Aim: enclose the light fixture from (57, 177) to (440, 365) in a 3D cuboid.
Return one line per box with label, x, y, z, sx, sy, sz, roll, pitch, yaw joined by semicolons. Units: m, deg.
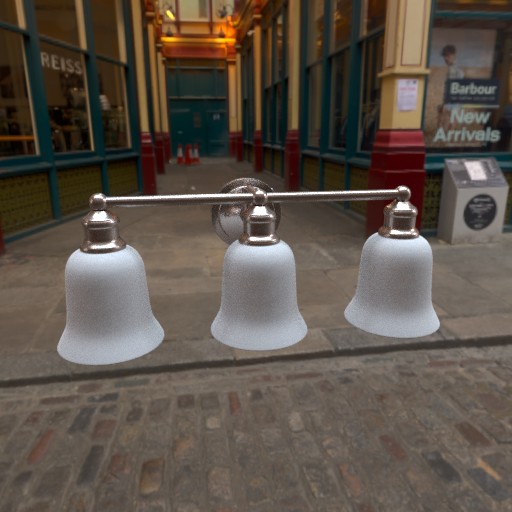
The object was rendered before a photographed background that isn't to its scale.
light fixture;0.000;0.000;0.664;0.570;0.211;0.198;-3;17;-10
